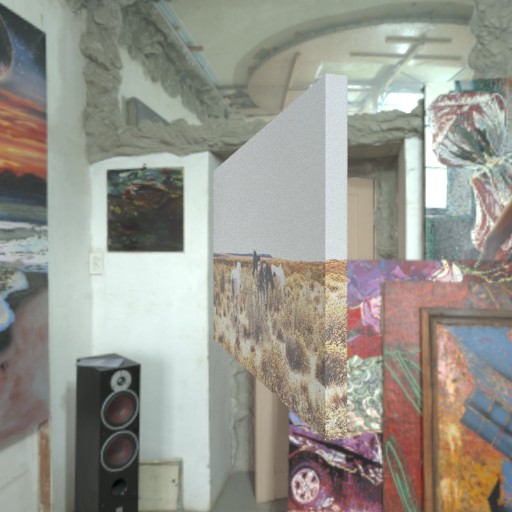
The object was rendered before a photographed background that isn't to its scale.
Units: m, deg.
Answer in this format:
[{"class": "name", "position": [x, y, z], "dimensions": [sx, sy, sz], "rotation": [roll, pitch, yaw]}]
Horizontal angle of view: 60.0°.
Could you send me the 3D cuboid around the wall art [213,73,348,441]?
[{"class": "wall art", "position": [0.000, 0.000, 1.468], "dimensions": [0.051, 0.761, 1.138], "rotation": [0, 0, -17]}]
